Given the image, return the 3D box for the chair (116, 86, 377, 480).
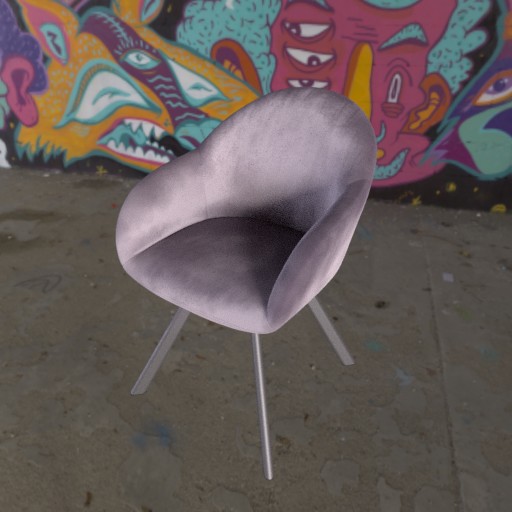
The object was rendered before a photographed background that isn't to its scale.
[{"bbox_3d":[0.000,0.000,1.188,0.550,0.795,0.590,18,33,30],"label":"chair"}]
